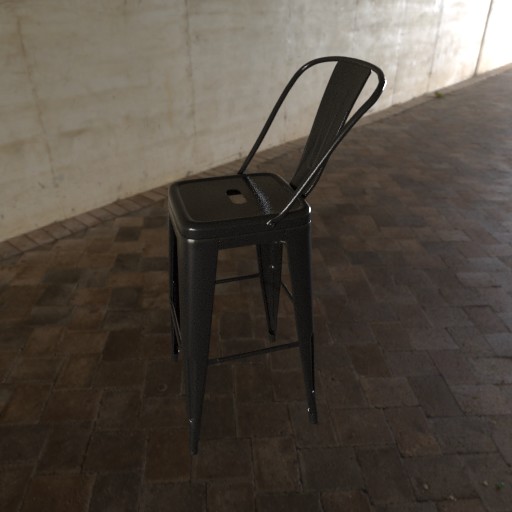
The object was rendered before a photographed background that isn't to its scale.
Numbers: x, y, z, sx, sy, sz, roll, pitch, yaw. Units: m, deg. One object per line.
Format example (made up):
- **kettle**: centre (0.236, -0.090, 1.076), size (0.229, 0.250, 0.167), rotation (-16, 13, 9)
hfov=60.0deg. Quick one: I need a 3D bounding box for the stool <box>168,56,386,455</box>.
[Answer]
- **stool**: centre (0.000, 0.000, 1.267), size (0.528, 1.022, 0.432), rotation (-9, 31, -14)
